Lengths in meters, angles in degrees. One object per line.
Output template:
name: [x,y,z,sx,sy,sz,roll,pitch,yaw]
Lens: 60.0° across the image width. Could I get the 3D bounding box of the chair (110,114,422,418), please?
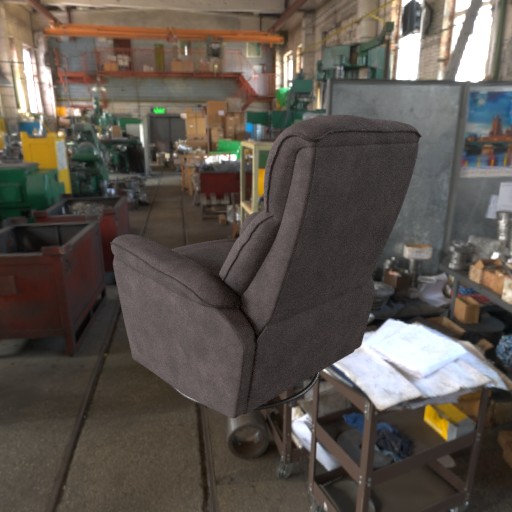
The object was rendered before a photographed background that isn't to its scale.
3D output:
chair: [0.000,0.000,1.733,0.830,1.035,1.009,-15,22,-41]
